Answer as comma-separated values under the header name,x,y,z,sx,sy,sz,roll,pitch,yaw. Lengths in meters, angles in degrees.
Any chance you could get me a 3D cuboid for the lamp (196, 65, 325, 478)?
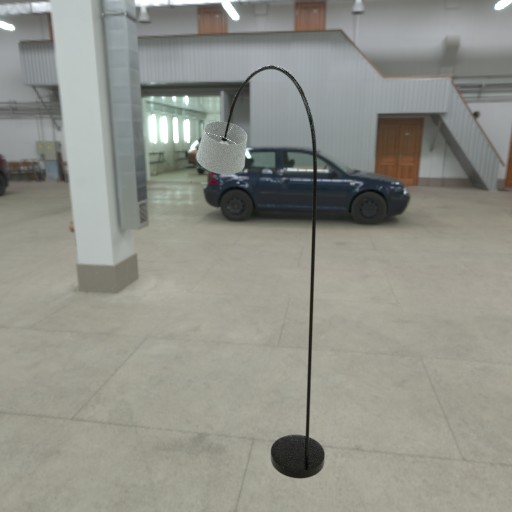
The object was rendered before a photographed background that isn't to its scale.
name,x,y,z,sx,sy,sz,roll,pitch,yaw
lamp,0.000,0.000,2.684,0.331,2.104,1.363,-7,16,-25
